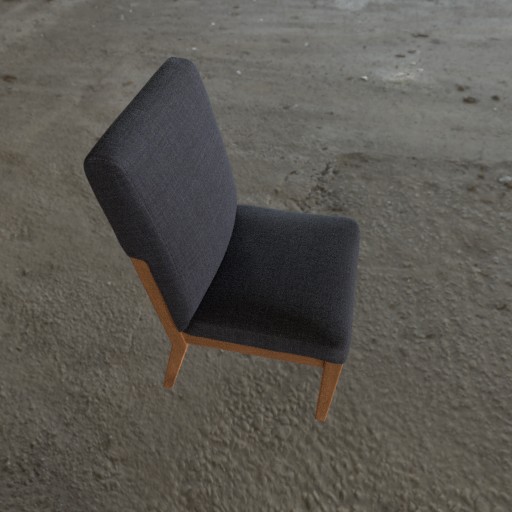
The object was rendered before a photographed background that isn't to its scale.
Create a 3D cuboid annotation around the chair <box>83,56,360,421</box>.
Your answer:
[{"bbox_3d":[0.000,0.000,1.271,0.586,0.911,0.507,9,48,9],"label":"chair"}]
